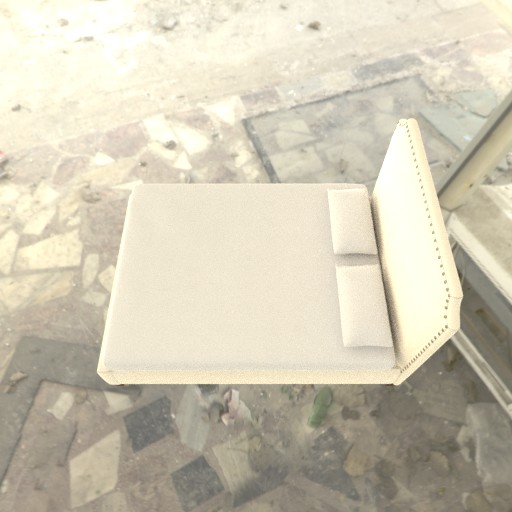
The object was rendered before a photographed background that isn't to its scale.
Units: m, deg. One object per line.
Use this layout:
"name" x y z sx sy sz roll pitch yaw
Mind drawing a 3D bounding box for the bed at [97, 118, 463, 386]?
"bed" 0.000 0.000 3.461 2.372 1.497 1.712 0 59 0
